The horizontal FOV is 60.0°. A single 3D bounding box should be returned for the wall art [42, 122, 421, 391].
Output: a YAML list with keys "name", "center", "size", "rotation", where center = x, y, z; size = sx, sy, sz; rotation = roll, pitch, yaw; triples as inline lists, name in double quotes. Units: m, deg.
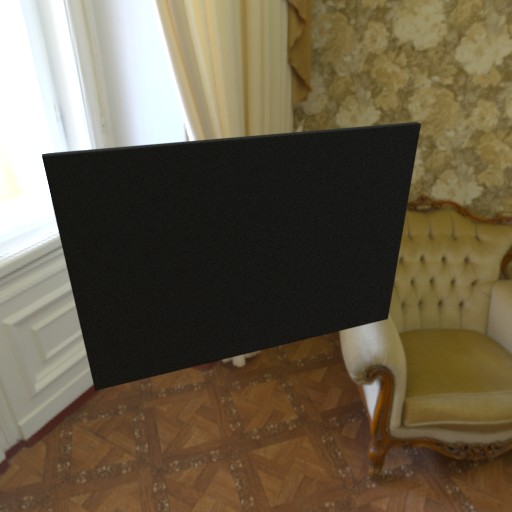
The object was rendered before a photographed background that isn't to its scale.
- name: "wall art"
  center: [0.000, 0.000, 1.237]
  size: [0.964, 0.659, 0.049]
  rotation: [-9, 29, -17]
